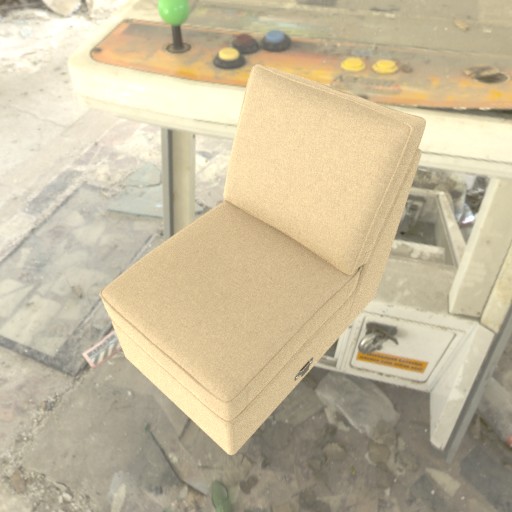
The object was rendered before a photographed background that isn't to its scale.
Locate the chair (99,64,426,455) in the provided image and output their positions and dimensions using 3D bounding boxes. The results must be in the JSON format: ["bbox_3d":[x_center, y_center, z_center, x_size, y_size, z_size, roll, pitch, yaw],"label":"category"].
[{"bbox_3d":[0.000,0.000,1.540,0.621,0.970,0.938,33,55,27],"label":"chair"}]
